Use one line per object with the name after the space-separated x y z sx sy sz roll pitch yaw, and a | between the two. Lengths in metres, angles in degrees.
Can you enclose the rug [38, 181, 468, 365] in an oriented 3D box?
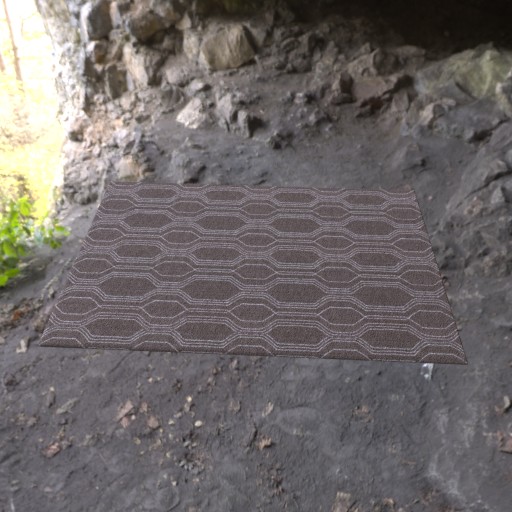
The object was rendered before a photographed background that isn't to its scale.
0.000 0.000 3.046 2.457 0.012 1.541 2 47 2 | rug
